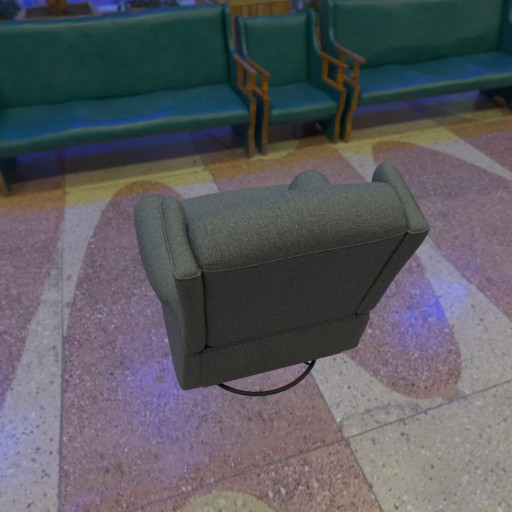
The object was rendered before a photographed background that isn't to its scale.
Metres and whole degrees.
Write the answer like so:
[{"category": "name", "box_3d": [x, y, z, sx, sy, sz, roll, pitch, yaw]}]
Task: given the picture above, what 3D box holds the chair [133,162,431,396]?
[{"category": "chair", "box_3d": [0.000, 0.000, 1.687, 0.847, 1.011, 0.969, -11, 42, -12]}]
